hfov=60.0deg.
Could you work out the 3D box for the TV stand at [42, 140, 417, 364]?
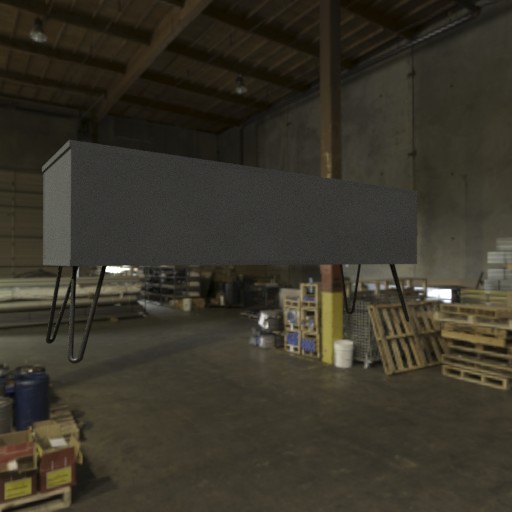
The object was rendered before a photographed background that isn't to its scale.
[{"bbox_3d":[0.000,0.000,1.655,1.400,0.560,0.400,0,-1,-35],"label":"TV stand"}]
